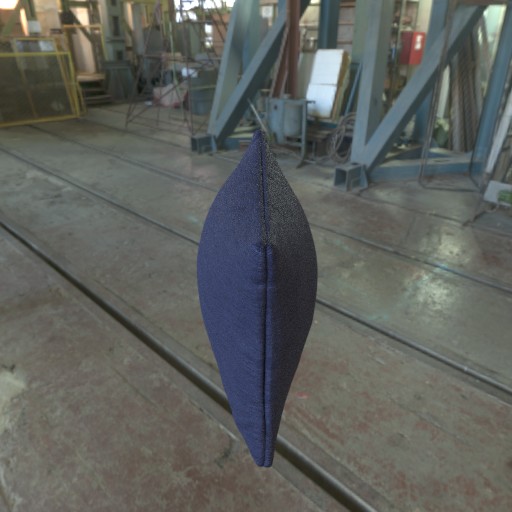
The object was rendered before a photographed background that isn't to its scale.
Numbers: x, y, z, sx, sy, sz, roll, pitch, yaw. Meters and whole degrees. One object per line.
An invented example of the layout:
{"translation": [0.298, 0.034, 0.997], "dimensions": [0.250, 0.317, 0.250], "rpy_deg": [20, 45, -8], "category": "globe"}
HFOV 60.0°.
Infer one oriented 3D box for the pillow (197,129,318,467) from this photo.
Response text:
{"translation": [0.000, 0.000, 0.811], "dimensions": [0.210, 0.338, 0.633], "rpy_deg": [0, 27, 0], "category": "pillow"}
